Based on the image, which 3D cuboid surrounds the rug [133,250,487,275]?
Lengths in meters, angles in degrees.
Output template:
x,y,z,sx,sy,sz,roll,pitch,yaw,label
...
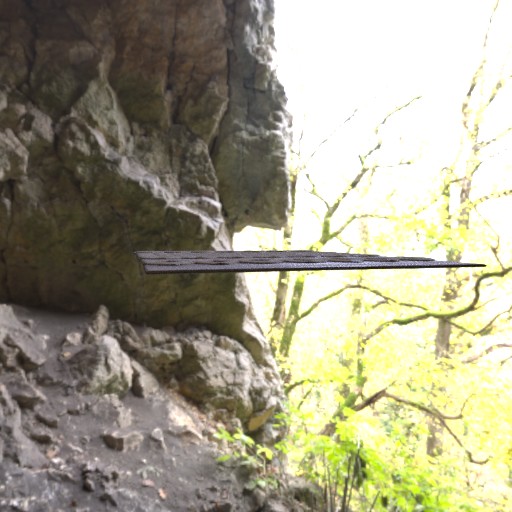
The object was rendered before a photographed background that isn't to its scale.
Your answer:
x,y,z,sx,sy,sz,roll,pitch,yaw,label
0.000,0.000,2.909,1.513,0.033,2.333,-1,2,-17,rug
